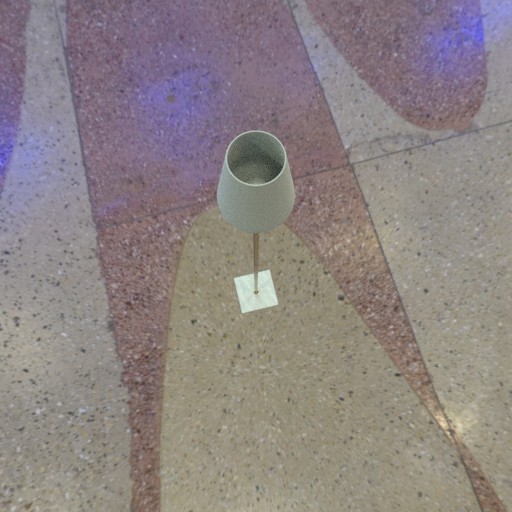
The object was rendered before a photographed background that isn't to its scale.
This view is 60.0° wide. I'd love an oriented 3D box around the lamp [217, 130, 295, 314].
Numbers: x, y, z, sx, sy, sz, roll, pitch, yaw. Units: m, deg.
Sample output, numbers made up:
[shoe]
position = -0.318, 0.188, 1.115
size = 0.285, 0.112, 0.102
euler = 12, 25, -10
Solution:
[lamp]
position = 0.000, 0.000, 1.898
size = 0.232, 1.813, 0.229
euler = -13, 76, -3
